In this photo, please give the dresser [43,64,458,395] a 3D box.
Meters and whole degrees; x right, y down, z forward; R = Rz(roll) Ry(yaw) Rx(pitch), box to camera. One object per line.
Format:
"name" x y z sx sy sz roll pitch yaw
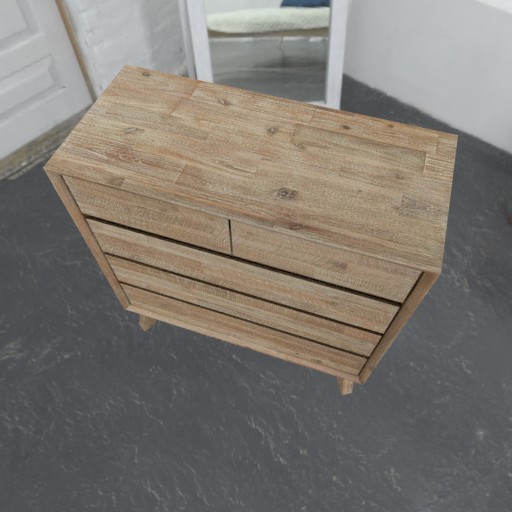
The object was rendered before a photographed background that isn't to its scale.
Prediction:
"dresser" 0.000 0.000 1.598 0.998 1.029 0.455 16 59 10
